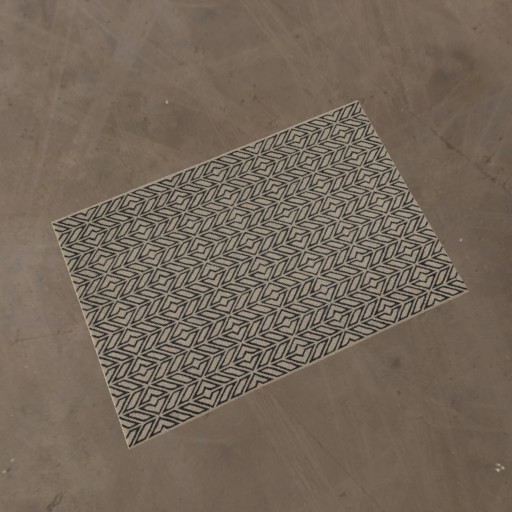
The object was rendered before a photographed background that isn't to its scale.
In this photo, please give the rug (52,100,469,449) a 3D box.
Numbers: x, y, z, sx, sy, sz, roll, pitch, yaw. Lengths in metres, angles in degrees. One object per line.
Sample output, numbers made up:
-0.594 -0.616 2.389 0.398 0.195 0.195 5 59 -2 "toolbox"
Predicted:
0.000 0.000 2.298 1.828 0.007 1.220 -23 76 -6 "rug"
